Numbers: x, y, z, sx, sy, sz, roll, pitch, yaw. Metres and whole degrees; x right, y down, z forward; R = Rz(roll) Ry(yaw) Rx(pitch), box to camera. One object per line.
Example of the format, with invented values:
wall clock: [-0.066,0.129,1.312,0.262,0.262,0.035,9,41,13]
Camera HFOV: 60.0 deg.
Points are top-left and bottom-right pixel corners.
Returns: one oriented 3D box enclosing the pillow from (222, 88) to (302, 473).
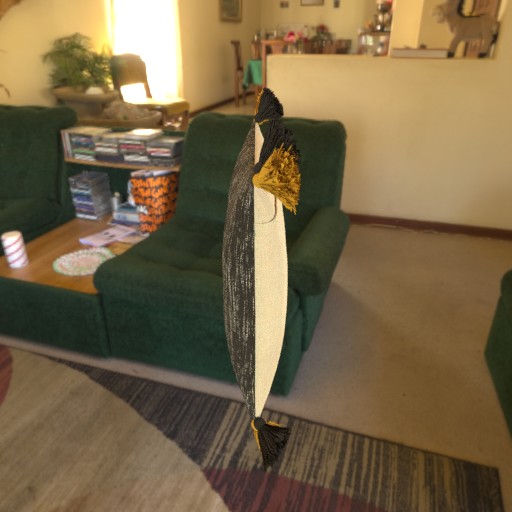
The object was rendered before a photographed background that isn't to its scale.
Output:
pillow: [0.000,0.000,0.963,0.139,0.659,0.654,0,27,0]
